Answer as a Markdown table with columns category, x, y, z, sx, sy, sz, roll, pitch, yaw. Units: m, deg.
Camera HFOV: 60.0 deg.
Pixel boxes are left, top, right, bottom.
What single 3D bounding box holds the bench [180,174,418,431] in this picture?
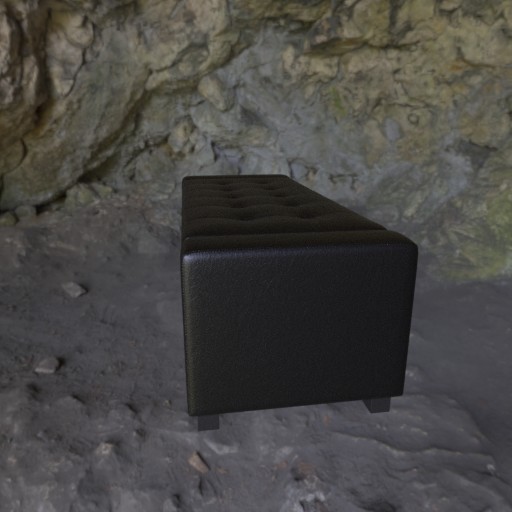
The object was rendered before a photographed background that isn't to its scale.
| category | x | y | z | sx | sy | sz | roll | pitch | yaw |
| --- | --- | --- | --- | --- | --- | --- | --- | --- | --- |
| bench | 0.000 | 0.000 | 1.564 | 0.508 | 0.445 | 1.296 | -3 | 17 | -9 |
